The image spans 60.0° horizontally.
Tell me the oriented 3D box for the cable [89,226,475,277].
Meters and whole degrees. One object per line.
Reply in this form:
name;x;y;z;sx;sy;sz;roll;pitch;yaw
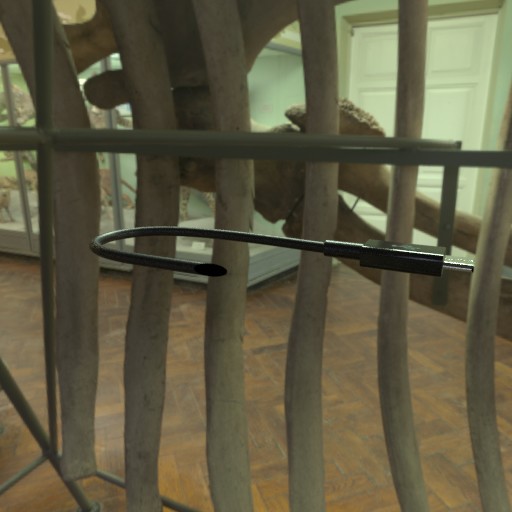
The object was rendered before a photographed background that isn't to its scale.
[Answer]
cable;0.000;0.000;0.111;0.098;0.006;0.040;8;18;25
